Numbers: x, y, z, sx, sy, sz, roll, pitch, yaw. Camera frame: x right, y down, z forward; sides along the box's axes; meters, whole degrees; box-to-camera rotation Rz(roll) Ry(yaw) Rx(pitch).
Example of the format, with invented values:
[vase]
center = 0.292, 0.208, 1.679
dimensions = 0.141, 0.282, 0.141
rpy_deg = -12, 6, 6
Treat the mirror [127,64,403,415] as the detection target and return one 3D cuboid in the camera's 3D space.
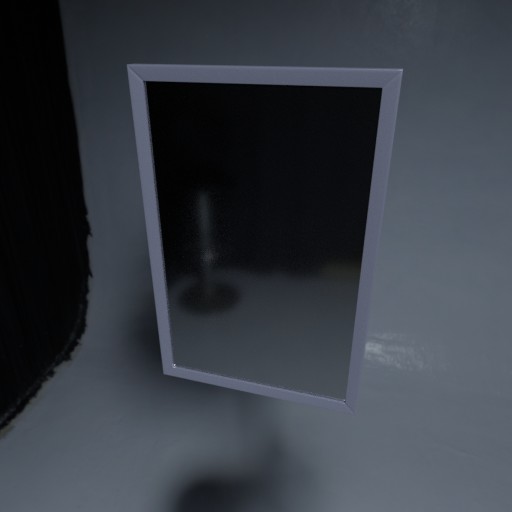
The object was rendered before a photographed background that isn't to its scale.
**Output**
[mirror]
center = 0.000, 0.000, 1.161
dimensions = 0.609, 0.915, 0.040
rpy_deg = 8, 27, 15
